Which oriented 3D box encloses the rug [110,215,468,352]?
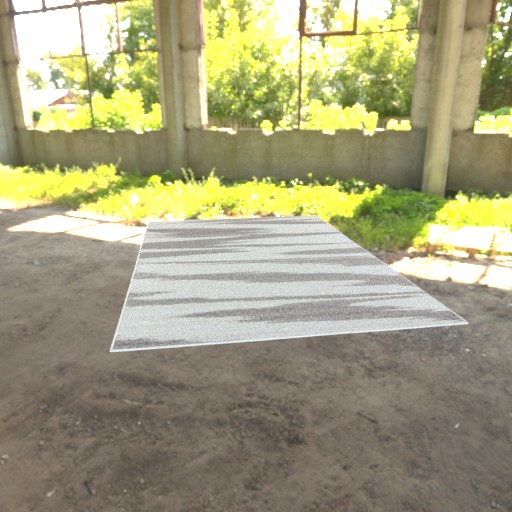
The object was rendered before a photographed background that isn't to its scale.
[{"bbox_3d":[0.000,0.000,2.327,1.225,0.008,1.827,-3,18,-9],"label":"rug"}]
